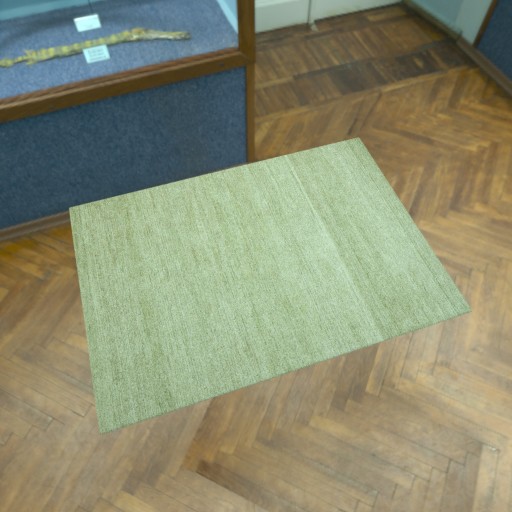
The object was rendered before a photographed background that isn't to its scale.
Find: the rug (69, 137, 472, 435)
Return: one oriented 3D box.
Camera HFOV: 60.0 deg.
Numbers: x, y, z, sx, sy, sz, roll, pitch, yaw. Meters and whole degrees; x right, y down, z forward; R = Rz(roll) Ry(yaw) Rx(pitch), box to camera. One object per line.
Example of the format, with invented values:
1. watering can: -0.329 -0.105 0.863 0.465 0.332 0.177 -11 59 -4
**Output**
1. rug: 0.000 0.000 2.937 2.270 0.017 1.606 -16 59 -10
